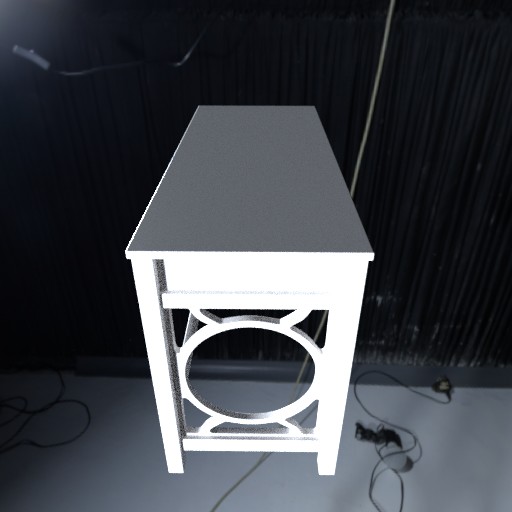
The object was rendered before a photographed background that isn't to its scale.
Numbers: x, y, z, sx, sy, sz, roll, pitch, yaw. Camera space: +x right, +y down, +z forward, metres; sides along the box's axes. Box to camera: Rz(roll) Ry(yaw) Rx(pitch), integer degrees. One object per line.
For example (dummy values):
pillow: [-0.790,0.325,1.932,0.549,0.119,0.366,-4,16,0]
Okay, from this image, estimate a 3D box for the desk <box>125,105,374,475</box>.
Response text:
desk: [0.000,0.000,1.583,0.504,0.762,1.191,0,32,1]
